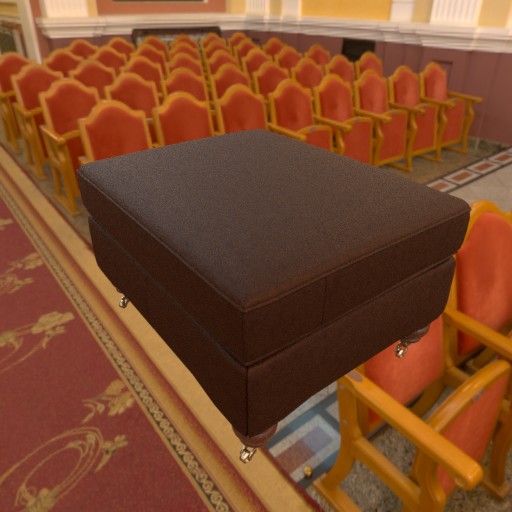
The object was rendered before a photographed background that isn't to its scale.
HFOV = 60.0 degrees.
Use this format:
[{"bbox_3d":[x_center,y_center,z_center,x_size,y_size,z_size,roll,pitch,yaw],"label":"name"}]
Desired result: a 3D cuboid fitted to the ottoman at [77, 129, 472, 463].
[{"bbox_3d":[0.000,0.000,1.792,0.967,0.730,1.187,-21,37,-31],"label":"ottoman"}]
